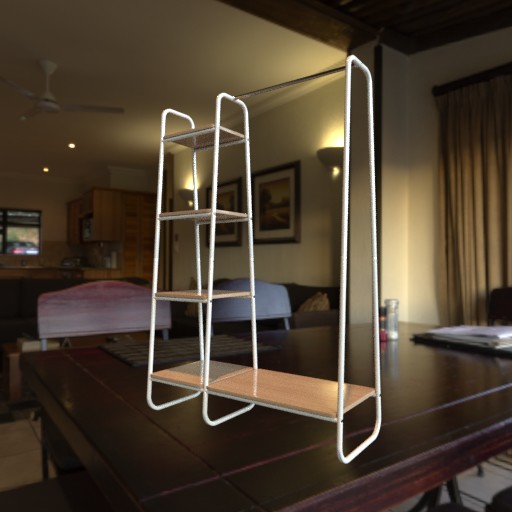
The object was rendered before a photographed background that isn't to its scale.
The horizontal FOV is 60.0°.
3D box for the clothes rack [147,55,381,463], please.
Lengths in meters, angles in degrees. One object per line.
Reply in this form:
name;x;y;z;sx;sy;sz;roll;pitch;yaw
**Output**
clothes rack;0.000;0.000;1.996;1.011;1.500;0.400;-1;-1;36
